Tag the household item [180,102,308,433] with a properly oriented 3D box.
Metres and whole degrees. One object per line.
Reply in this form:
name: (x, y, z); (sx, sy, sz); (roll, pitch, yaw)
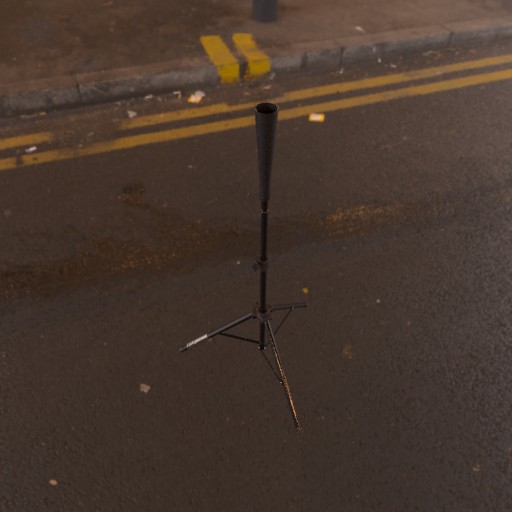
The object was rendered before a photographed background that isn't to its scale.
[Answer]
household item: (0.000, 0.000, 1.412); (0.559, 1.067, 0.559); (16, 48, 14)
